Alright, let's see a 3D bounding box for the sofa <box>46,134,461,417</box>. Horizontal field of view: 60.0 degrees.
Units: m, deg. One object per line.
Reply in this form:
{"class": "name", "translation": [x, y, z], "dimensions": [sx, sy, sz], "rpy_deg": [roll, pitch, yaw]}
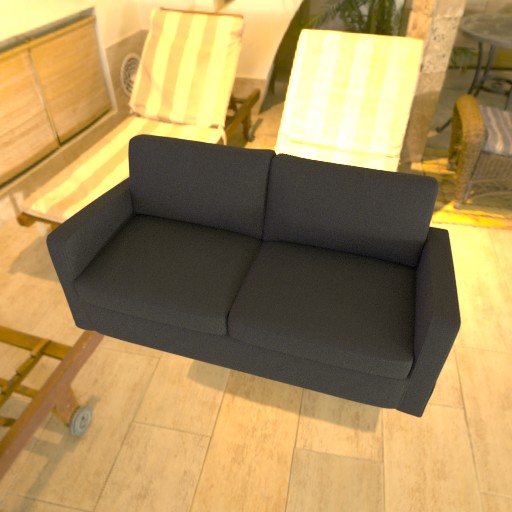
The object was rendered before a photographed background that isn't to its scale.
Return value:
{"class": "sofa", "translation": [0.000, 0.000, 2.272], "dimensions": [1.852, 0.839, 0.898], "rpy_deg": [11, 42, 13]}
